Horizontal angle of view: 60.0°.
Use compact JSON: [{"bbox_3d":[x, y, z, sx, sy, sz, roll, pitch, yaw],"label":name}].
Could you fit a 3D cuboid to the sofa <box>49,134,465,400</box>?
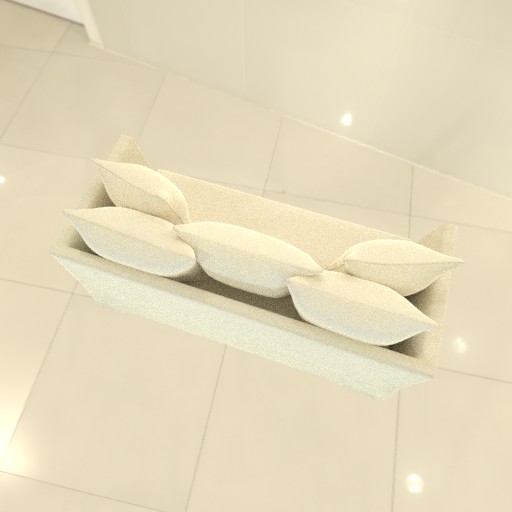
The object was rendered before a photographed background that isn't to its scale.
[{"bbox_3d":[0.000,0.000,2.855,2.290,1.034,1.031,17,64,8],"label":"sofa"}]
